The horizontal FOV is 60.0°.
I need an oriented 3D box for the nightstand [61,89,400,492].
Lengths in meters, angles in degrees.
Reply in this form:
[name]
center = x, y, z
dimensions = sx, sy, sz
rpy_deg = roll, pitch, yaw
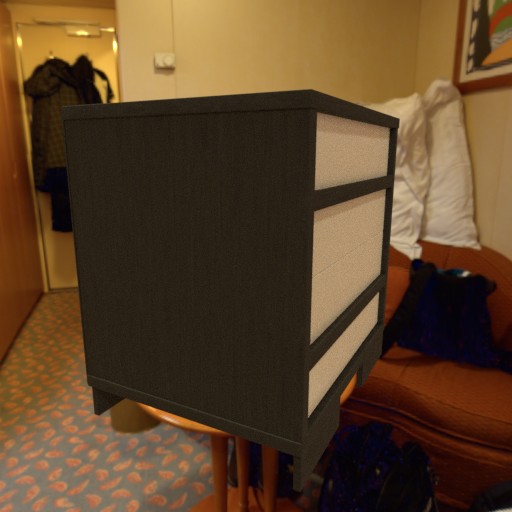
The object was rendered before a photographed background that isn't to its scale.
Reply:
[nightstand]
center = 0.000, 0.000, 0.729
dimensions = 0.347, 0.448, 0.427
rpy_deg = 7, 15, 27
